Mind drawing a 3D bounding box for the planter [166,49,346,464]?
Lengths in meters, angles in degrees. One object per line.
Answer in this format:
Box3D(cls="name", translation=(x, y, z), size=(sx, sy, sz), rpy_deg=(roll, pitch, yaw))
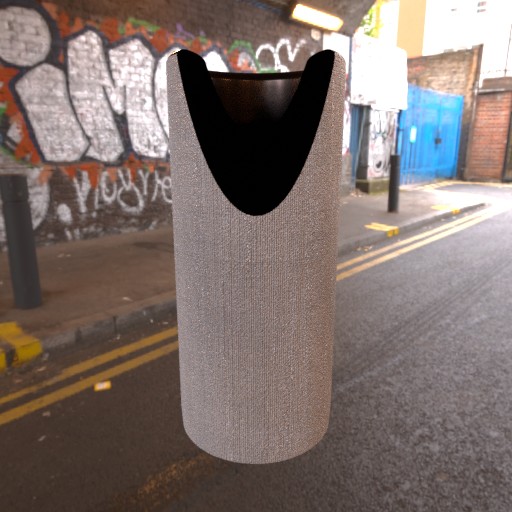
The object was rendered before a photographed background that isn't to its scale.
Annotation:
Box3D(cls="planter", translation=(0.000, 0.000, 0.126), size=(0.045, 0.103, 0.045), rpy_deg=(-2, 14, -8))
